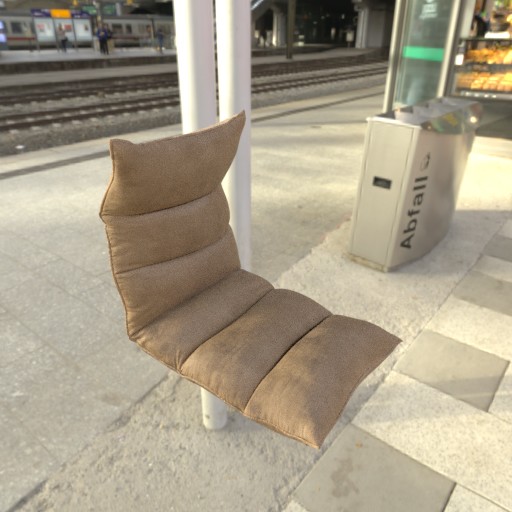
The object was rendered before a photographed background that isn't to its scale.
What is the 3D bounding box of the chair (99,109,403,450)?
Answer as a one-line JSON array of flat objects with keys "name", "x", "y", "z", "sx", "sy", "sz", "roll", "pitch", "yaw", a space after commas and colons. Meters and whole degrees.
[{"name": "chair", "x": 0.000, "y": 0.000, "z": 1.627, "sx": 0.985, "sy": 0.892, "sz": 0.714, "roll": 19, "pitch": 32, "yaw": 33}]
